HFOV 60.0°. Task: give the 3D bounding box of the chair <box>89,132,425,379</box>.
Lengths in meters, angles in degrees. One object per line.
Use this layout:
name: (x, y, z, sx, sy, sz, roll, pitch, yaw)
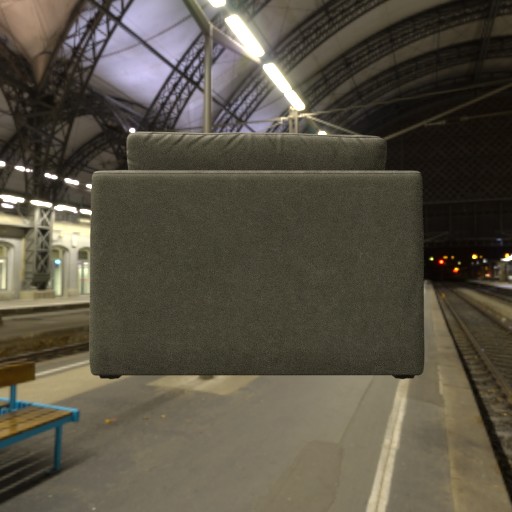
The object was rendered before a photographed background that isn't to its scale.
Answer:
chair: (0.000, 0.000, 1.892, 1.190, 0.845, 1.091, 0, -2, 0)
